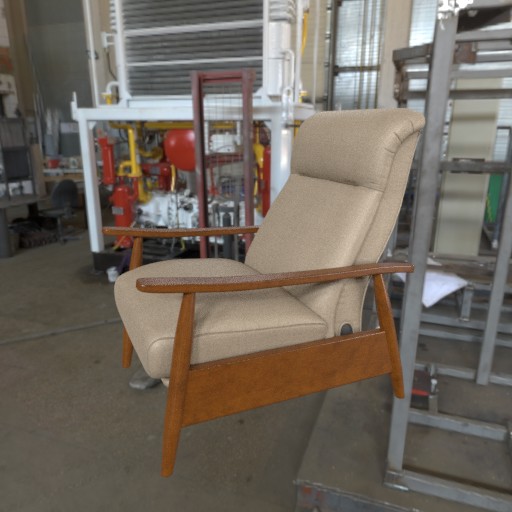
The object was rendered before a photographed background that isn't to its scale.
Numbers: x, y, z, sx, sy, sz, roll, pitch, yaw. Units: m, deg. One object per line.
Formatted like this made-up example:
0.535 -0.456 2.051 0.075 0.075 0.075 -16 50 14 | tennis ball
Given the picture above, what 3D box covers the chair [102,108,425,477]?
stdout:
0.000 0.000 1.707 1.032 1.082 0.762 -8 18 -24 | chair
